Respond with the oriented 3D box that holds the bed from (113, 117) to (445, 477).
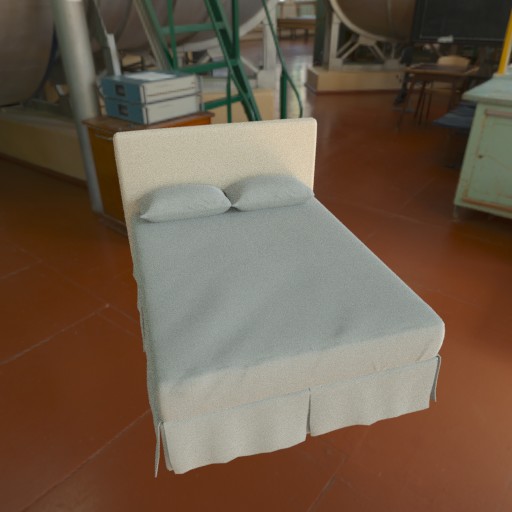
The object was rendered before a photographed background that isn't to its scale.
[{"bbox_3d":[0.000,0.000,3.092,1.748,1.330,2.142,-9,32,-15],"label":"bed"}]
